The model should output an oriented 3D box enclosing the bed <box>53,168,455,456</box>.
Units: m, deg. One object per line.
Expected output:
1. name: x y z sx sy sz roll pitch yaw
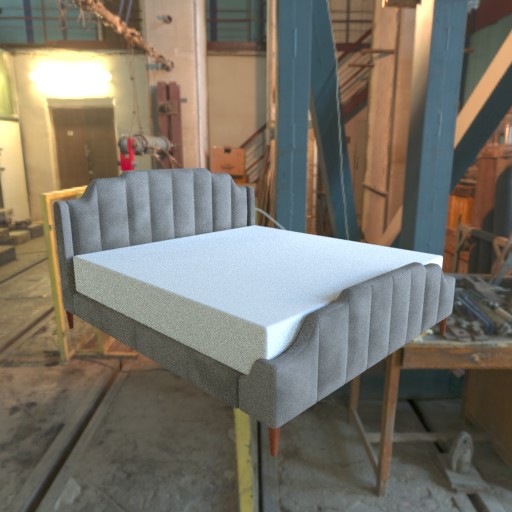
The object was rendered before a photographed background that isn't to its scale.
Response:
1. bed: 0.000 0.000 3.405 2.340 1.245 2.074 13 19 43
